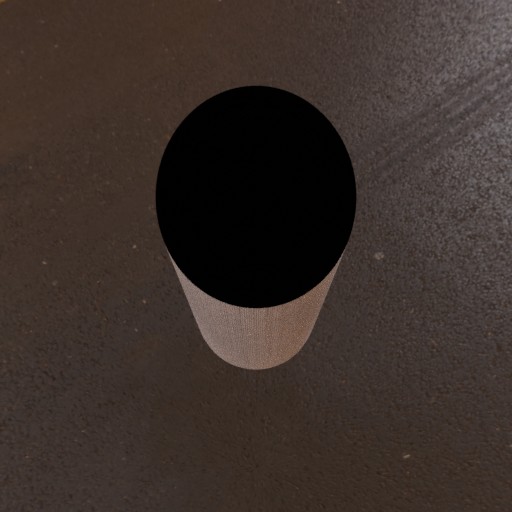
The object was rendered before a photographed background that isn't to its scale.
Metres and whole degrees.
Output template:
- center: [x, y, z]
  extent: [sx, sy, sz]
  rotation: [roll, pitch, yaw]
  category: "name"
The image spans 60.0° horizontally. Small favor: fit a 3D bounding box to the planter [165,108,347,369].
- center: [0.000, 0.000, 0.128]
  extent: [0.045, 0.103, 0.045]
  rotation: [2, 64, 1]
  category: "planter"
